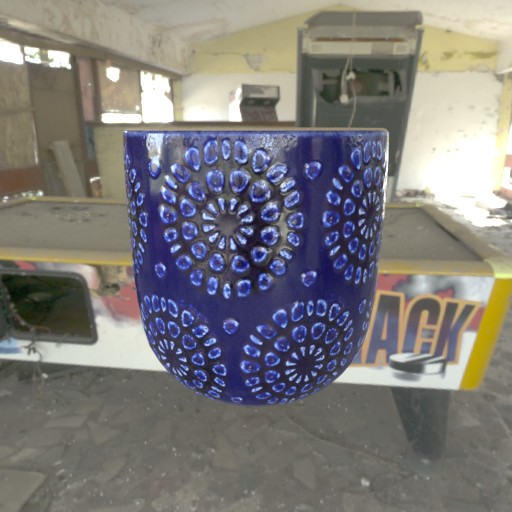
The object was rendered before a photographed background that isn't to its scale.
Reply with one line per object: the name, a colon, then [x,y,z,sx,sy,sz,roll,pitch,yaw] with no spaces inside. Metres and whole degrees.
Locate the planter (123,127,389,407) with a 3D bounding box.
planter: [0.000,0.000,0.202,0.109,0.112,0.109,0,16,0]
